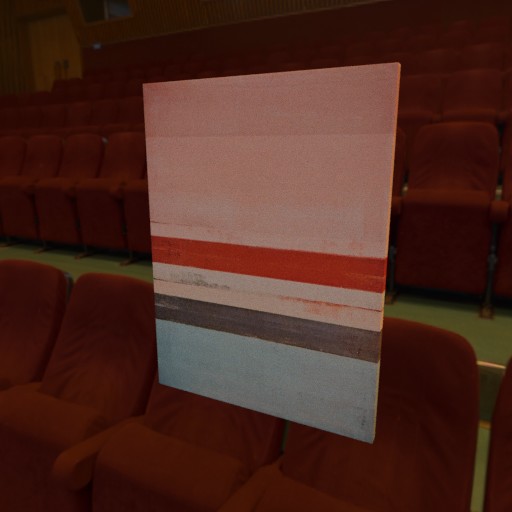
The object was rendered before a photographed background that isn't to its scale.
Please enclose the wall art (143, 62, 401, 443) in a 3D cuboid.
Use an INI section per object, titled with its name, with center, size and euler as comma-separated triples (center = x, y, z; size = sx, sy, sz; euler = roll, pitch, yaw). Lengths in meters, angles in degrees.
[wall art]
center = 0.000, 0.000, 1.332
size = 0.761, 1.016, 0.039
euler = 7, 15, 26
